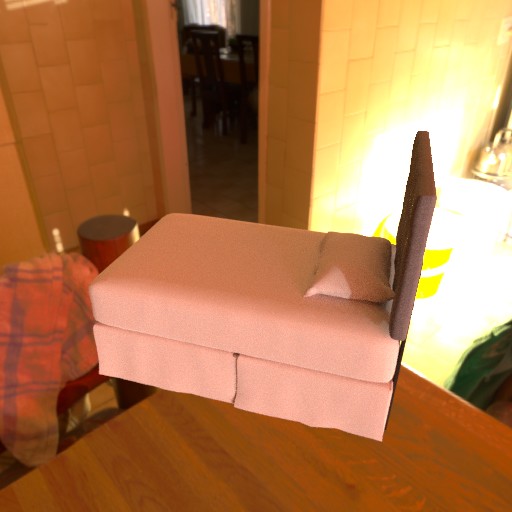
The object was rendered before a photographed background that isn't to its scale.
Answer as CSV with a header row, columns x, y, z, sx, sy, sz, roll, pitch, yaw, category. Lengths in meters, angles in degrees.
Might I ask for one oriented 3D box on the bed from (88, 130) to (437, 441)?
x,y,z,sx,sy,sz,roll,pitch,yaw,category
0.000,0.000,2.996,1.997,1.571,1.261,9,32,15,bed
